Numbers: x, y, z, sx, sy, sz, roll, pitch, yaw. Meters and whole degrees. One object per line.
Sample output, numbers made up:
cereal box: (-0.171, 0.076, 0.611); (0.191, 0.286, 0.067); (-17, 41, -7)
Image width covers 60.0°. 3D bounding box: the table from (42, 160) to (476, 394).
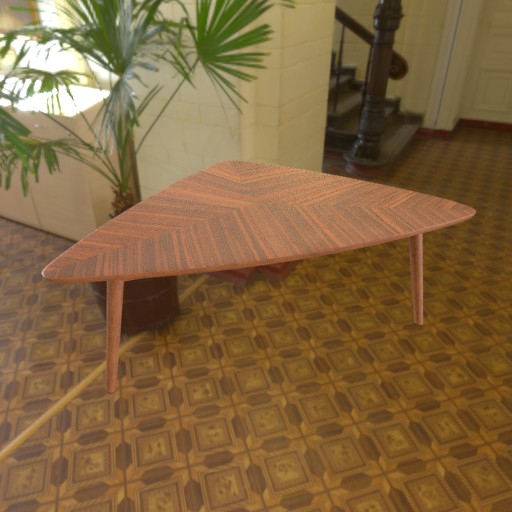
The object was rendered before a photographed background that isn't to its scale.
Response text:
table: (0.000, 0.000, 1.265); (1.008, 0.365, 0.601); (-9, 33, -14)
